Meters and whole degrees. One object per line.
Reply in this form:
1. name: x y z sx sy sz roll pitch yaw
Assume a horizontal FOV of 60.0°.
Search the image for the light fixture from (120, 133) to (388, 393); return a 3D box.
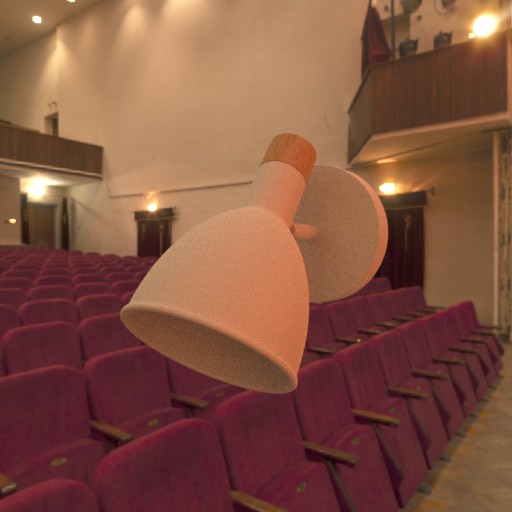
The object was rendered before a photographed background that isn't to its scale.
1. light fixture: 0.000 0.000 0.333 0.127 0.199 0.209 0 1 37
